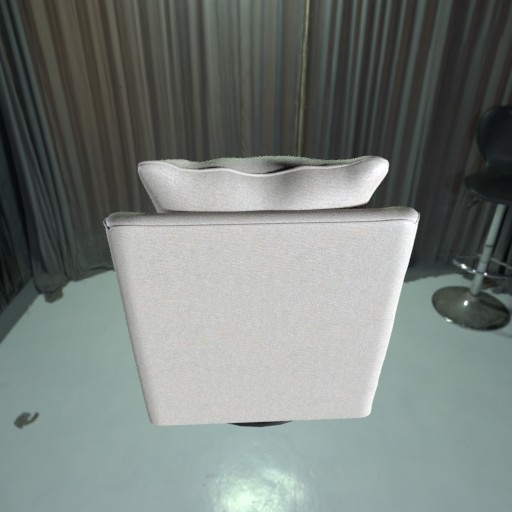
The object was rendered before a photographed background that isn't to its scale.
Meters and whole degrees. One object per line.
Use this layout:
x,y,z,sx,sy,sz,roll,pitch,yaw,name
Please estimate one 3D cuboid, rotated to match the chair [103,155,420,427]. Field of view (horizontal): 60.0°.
0.000,0.000,1.563,0.760,0.942,0.876,-1,31,-2,chair
